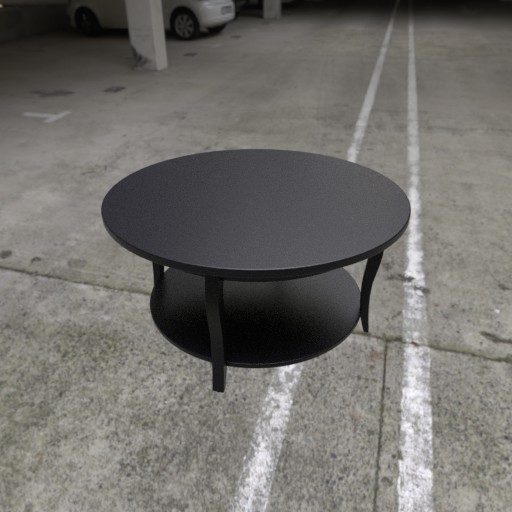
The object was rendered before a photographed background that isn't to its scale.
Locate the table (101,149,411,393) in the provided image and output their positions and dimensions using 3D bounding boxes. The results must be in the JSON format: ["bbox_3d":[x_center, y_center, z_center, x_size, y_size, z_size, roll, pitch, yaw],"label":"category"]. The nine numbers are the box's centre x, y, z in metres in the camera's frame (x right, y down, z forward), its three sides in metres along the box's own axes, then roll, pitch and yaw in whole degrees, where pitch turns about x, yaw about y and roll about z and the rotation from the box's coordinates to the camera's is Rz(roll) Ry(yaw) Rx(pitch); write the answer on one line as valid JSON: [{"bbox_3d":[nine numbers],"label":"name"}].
[{"bbox_3d":[0.000,0.000,1.479,0.914,0.457,0.914,0,30,0],"label":"table"}]
